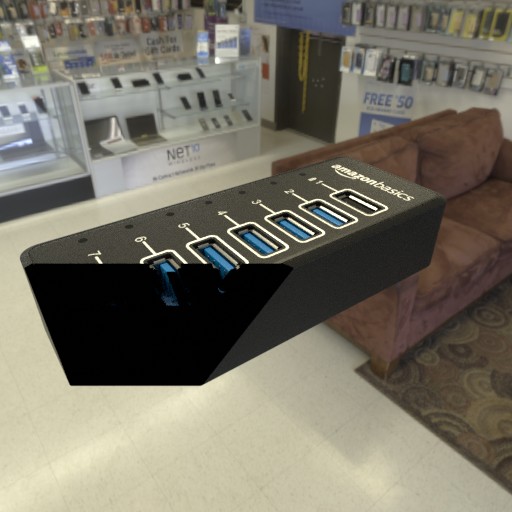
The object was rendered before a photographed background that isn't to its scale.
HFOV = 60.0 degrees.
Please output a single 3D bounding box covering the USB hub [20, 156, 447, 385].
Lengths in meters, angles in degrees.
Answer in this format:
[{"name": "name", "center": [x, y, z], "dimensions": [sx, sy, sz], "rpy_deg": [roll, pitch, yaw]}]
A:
[{"name": "USB hub", "center": [0.000, 0.000, 0.123], "dimensions": [0.110, 0.023, 0.044], "rpy_deg": [-21, 39, -29]}]
